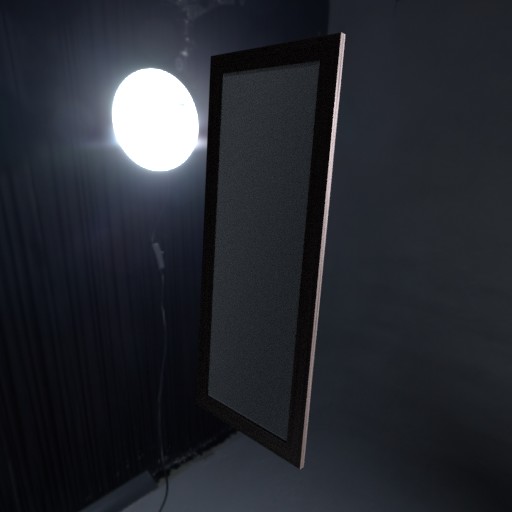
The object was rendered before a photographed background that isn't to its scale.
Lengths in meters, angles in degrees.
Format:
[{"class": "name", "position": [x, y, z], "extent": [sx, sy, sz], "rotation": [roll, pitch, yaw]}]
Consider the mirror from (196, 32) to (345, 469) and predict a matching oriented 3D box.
[{"class": "mirror", "position": [0.000, 0.000, 2.296], "extent": [0.812, 2.020, 0.221], "rotation": [14, 20, 42]}]
